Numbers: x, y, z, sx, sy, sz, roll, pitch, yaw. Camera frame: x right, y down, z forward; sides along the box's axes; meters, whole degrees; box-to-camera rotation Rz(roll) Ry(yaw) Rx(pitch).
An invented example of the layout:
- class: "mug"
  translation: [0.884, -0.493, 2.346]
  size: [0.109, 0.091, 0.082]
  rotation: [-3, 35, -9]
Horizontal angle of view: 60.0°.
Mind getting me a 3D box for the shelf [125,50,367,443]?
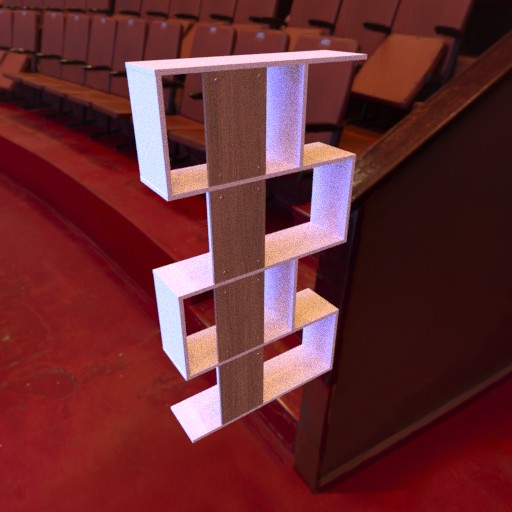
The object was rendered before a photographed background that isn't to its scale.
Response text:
- class: "shelf"
  translation: [0.000, 0.000, 2.015]
  size: [0.890, 1.650, 0.250]
  rotation: [-18, 34, -29]
